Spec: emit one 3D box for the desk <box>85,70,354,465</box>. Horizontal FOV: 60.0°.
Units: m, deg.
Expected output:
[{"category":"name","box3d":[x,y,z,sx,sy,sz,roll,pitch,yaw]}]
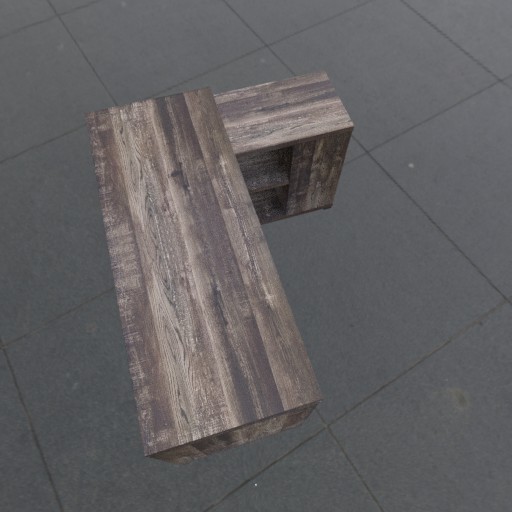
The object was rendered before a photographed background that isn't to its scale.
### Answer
[{"category":"desk","box3d":[0.000,0.000,2.144,1.200,0.753,1.524,-15,64,-8]}]
